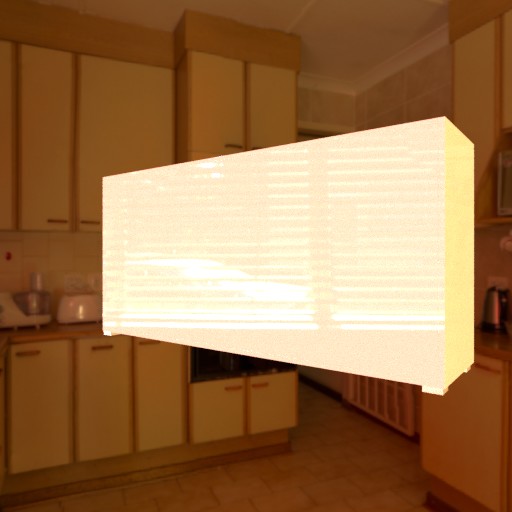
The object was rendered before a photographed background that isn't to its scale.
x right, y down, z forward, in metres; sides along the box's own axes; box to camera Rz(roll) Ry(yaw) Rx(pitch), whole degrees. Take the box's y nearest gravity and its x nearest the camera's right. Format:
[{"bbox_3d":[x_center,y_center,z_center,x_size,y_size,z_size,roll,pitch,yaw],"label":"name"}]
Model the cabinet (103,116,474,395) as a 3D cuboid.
[{"bbox_3d":[0.000,0.000,1.922,1.650,0.800,0.400,0,0,37],"label":"cabinet"}]
